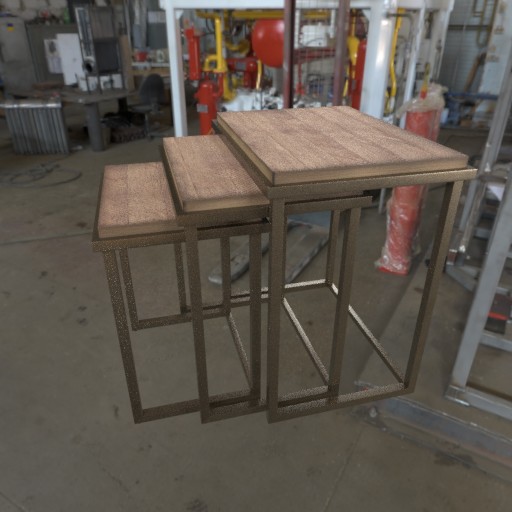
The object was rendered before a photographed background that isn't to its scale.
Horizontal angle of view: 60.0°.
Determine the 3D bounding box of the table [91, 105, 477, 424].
[{"bbox_3d":[0.000,0.000,1.119,0.706,0.610,0.559,-7,29,-13],"label":"table"}]
